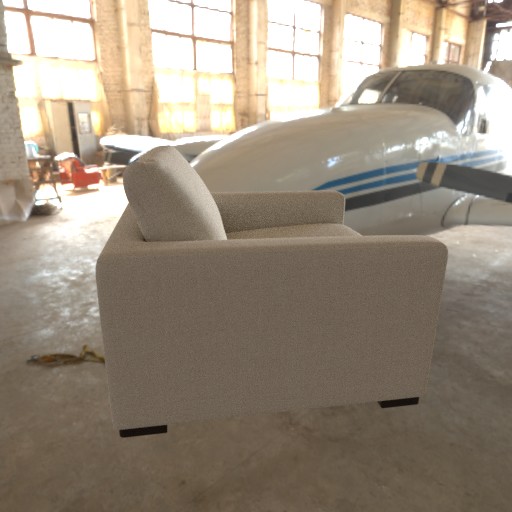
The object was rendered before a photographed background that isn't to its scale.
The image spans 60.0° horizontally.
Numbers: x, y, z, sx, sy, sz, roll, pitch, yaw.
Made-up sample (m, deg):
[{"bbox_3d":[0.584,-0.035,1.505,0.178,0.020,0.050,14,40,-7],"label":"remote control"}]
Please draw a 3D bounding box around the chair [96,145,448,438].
[{"bbox_3d":[0.000,0.000,1.865,1.100,0.876,1.070,-3,18,-9],"label":"chair"}]
